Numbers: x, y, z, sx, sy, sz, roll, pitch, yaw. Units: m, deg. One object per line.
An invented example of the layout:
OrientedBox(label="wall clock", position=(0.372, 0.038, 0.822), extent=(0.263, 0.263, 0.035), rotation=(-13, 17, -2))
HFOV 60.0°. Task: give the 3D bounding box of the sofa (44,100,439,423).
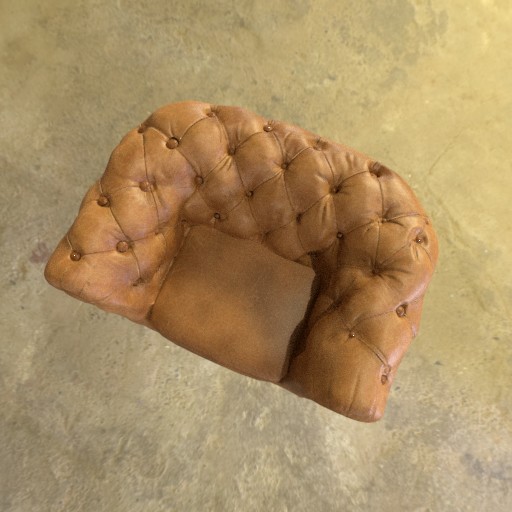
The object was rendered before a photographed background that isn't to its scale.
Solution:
OrientedBox(label="sofa", position=(0.000, 0.000, 2.059), extent=(1.405, 0.878, 1.033), rotation=(23, 77, 6))
